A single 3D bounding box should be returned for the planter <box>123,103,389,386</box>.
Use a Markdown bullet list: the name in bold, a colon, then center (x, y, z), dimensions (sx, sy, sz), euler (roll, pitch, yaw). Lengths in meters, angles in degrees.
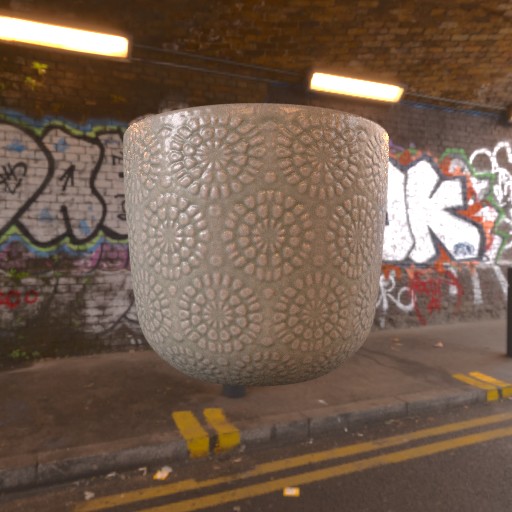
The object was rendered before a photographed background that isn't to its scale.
- **planter**: center (0.000, 0.000, 0.216), dimensions (0.124, 0.109, 0.124), euler (0, 1, 0)
